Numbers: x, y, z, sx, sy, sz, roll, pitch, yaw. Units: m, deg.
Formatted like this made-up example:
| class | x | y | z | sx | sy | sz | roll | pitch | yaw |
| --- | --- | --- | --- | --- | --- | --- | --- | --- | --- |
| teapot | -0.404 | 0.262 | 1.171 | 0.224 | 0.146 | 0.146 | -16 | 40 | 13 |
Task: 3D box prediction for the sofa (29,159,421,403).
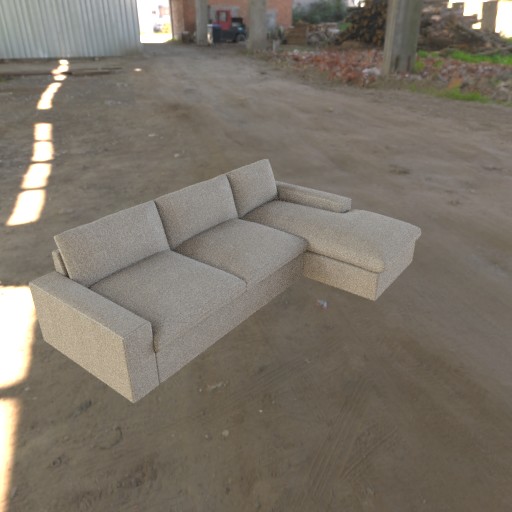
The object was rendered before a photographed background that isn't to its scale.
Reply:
| class | x | y | z | sx | sy | sz | roll | pitch | yaw |
| --- | --- | --- | --- | --- | --- | --- | --- | --- | --- |
| sofa | 0.000 | 0.000 | 3.449 | 1.689 | 0.813 | 2.718 | 19 | 33 | 32 |
